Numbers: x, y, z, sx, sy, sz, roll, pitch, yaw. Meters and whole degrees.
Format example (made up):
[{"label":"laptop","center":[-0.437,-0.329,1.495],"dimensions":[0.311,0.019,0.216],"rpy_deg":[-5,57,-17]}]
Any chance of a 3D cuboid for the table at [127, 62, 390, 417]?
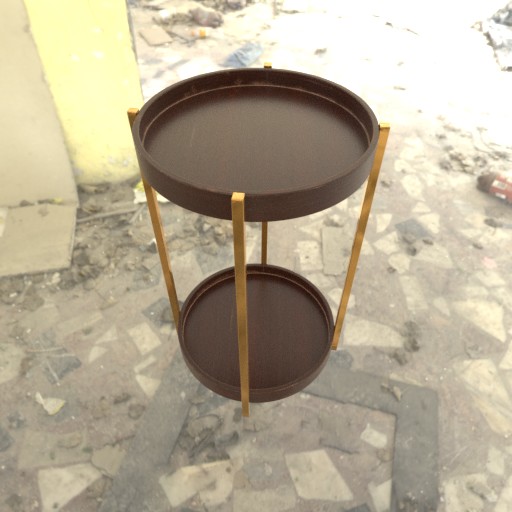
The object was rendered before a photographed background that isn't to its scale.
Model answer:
[{"label":"table","center":[0.000,0.000,0.892],"dimensions":[0.400,0.610,0.400],"rpy_deg":[5,46,5]}]
